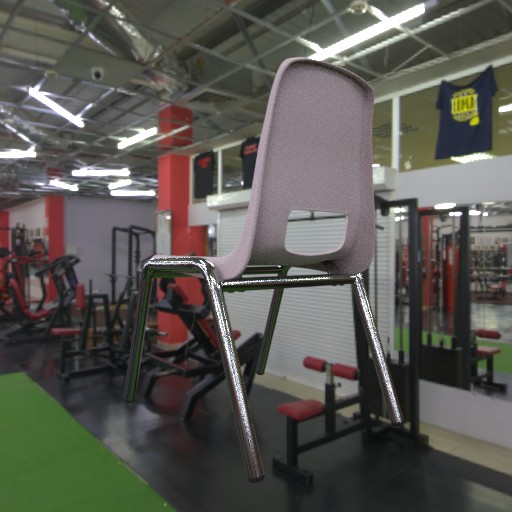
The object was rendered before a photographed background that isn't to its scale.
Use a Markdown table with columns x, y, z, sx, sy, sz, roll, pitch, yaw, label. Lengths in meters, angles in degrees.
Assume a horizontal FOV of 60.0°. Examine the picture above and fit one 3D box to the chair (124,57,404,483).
| x | y | z | sx | sy | sz | roll | pitch | yaw | label |
| --- | --- | --- | --- | --- | --- | --- | --- | --- | --- |
| 0.000 | 0.000 | 0.828 | 0.354 | 0.586 | 0.423 | 0 | 0 | -37 | chair |
